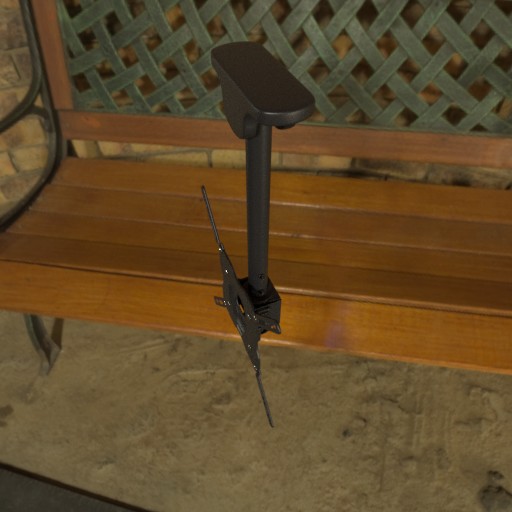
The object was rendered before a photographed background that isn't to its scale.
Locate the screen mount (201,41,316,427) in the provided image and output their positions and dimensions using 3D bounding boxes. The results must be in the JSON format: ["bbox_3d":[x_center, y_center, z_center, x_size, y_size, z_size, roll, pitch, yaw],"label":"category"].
[{"bbox_3d":[0.000,0.000,0.862,0.090,0.729,0.393,-18,50,-15],"label":"screen mount"}]
